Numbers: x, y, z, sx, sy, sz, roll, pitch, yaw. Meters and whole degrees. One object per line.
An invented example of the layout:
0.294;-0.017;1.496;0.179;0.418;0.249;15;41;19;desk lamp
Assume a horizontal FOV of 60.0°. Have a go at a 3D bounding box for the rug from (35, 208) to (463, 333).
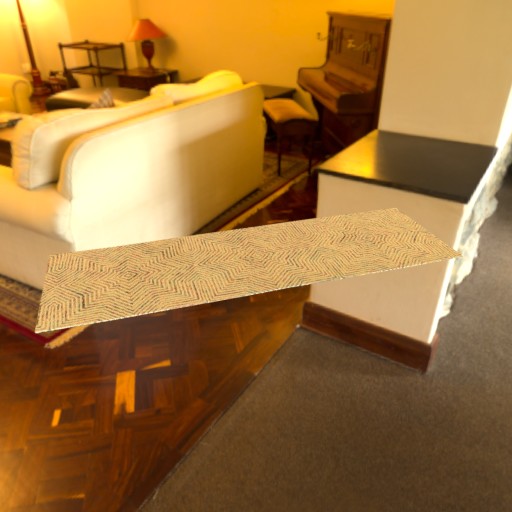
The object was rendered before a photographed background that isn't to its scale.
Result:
0.000;0.000;2.736;2.443;0.009;0.771;-9;32;-15;rug
